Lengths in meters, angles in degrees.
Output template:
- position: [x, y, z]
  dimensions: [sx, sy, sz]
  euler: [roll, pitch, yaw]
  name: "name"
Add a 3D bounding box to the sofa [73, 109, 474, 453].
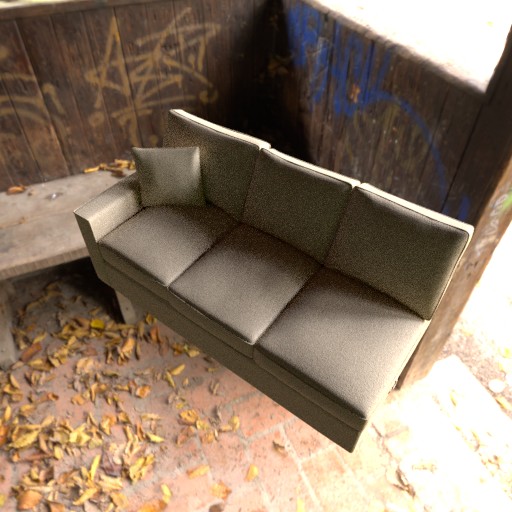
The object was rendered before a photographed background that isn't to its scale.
- position: [0.000, 0.000, 2.556]
  dimensions: [1.962, 0.946, 1.034]
  euler: [28, 52, 25]
  name: "sofa"
